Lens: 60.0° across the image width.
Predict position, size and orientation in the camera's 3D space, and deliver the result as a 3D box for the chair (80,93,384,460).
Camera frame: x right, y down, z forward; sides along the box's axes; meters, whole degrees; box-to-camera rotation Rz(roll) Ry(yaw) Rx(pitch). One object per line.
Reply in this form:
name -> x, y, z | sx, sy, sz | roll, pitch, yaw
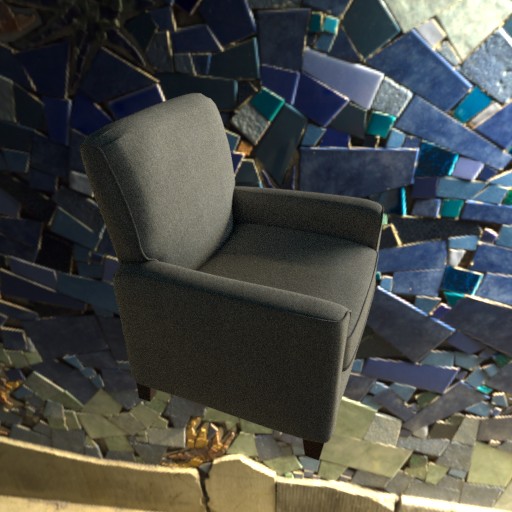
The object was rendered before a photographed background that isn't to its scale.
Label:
chair -> 0.000, 0.000, 1.642 | 0.858, 1.028, 0.841 | 12, 33, 18
